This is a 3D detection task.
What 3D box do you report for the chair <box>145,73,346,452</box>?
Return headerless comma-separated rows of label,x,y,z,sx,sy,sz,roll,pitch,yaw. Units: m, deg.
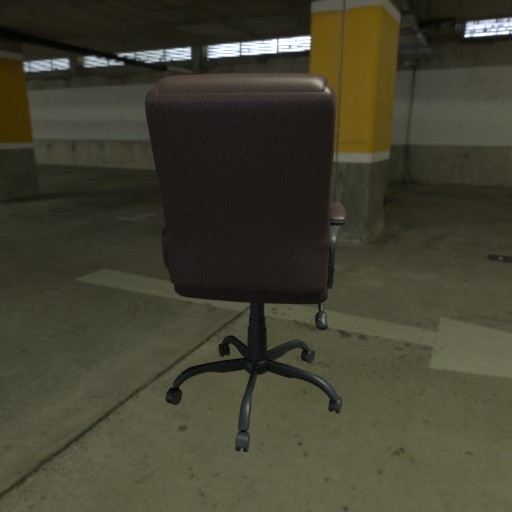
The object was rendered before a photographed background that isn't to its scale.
chair,0.000,0.000,1.475,0.615,1.072,0.655,2,16,8
